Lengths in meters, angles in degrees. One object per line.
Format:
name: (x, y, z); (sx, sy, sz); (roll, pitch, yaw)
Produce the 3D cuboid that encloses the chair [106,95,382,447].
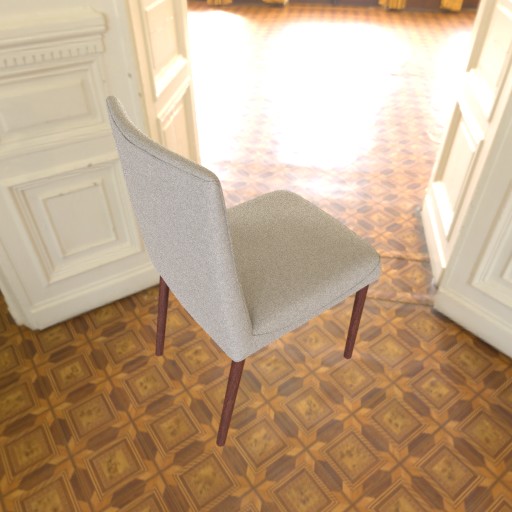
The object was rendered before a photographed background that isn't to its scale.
chair: (0.000, 0.000, 1.189); (0.570, 0.859, 0.456); (-26, 47, -27)
